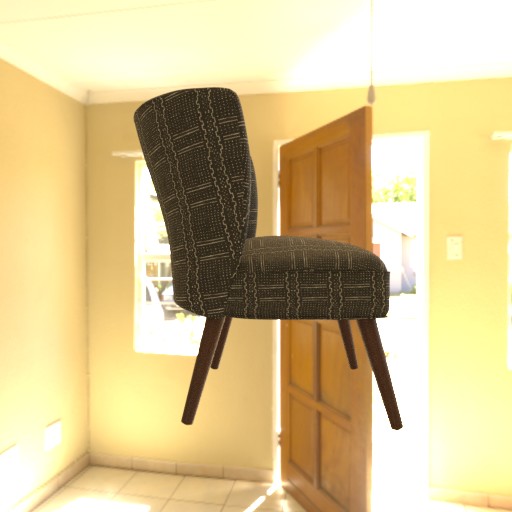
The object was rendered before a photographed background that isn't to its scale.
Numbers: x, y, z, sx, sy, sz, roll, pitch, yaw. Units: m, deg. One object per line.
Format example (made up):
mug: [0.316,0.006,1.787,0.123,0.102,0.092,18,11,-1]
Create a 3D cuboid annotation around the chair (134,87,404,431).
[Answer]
chair: [0.000,0.000,1.413,0.758,0.866,0.710,0,0,2]
